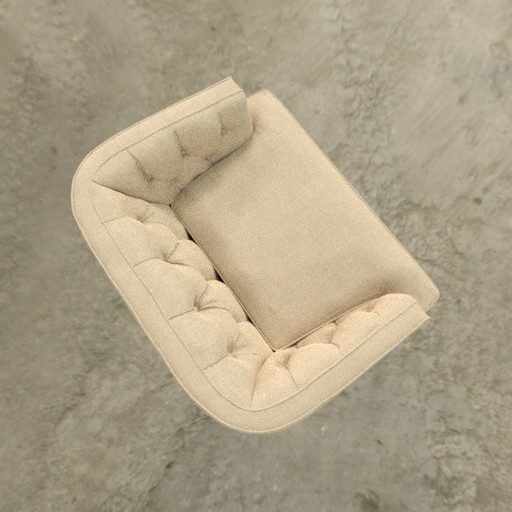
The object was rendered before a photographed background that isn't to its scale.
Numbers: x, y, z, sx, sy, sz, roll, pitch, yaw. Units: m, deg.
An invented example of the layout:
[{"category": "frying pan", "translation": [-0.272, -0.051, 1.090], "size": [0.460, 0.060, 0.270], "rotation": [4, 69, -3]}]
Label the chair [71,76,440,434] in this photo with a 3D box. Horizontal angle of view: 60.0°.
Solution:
[{"category": "chair", "translation": [0.000, 0.000, 1.715], "size": [0.914, 0.787, 1.118], "rotation": [-35, 78, -9]}]
